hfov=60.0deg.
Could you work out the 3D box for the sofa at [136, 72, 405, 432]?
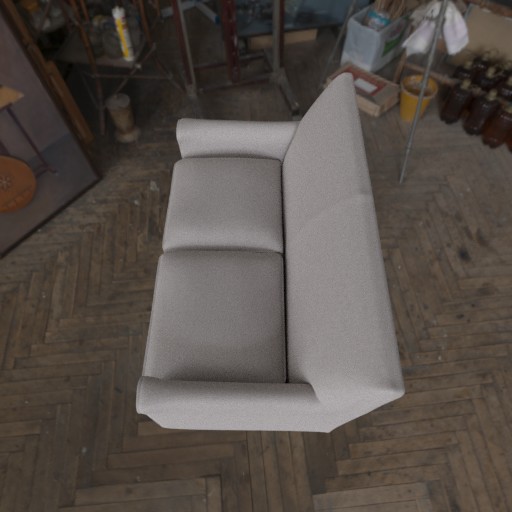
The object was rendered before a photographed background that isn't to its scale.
[{"bbox_3d":[0.000,0.000,2.045,0.888,0.890,1.482,0,58,0],"label":"sofa"}]
